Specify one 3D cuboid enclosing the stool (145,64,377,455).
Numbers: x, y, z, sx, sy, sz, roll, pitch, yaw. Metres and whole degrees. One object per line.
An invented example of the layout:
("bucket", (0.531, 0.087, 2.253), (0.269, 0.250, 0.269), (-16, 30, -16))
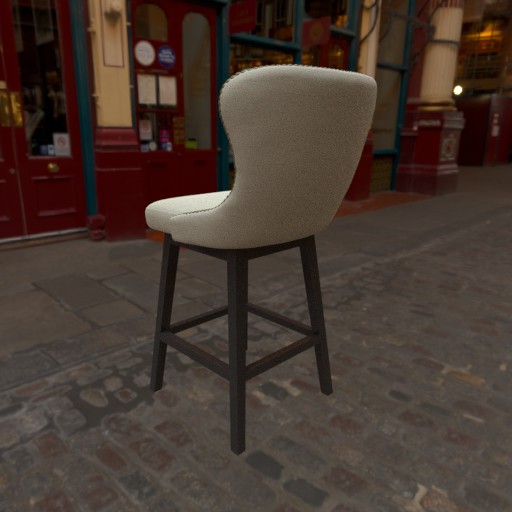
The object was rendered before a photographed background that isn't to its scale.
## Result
("stool", (0.000, 0.000, 1.303), (0.528, 0.971, 0.593), (-15, 22, -42))
